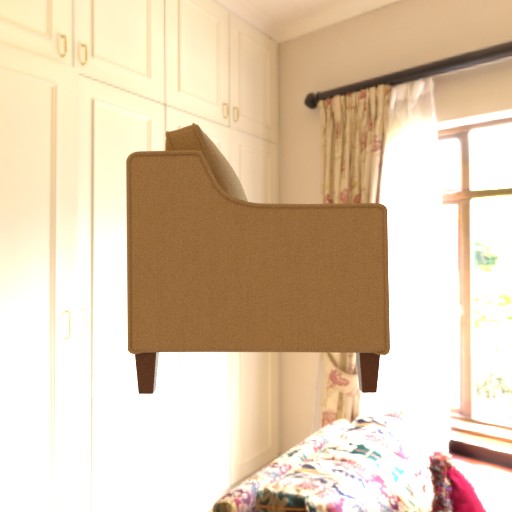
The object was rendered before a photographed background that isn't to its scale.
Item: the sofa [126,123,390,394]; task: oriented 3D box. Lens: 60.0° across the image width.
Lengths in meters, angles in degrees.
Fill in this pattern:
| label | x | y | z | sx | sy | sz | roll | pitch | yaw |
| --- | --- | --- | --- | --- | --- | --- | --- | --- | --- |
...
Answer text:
| label | x | y | z | sx | sy | sz | roll | pitch | yaw |
| --- | --- | --- | --- | --- | --- | --- | --- | --- | --- |
| sofa | 0.000 | 0.000 | 2.494 | 0.911 | 0.974 | 1.986 | 0 | -1 | -1 |
